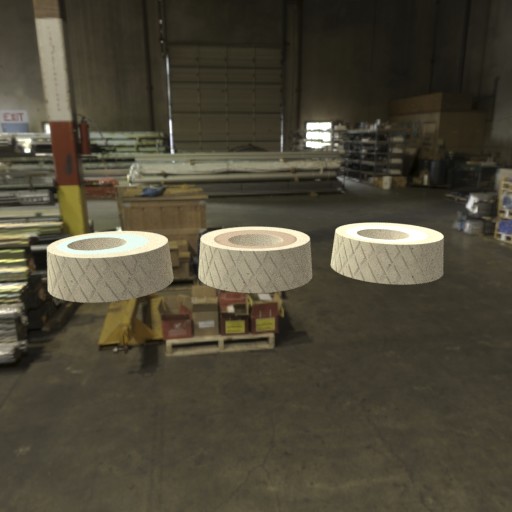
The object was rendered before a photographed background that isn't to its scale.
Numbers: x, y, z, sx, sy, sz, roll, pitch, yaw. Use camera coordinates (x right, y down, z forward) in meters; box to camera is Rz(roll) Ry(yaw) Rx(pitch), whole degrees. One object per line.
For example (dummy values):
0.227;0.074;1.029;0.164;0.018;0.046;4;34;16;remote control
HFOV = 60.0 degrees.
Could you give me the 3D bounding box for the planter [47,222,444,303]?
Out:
0.000;0.000;0.440;0.390;0.038;0.114;-3;15;-9;planter
